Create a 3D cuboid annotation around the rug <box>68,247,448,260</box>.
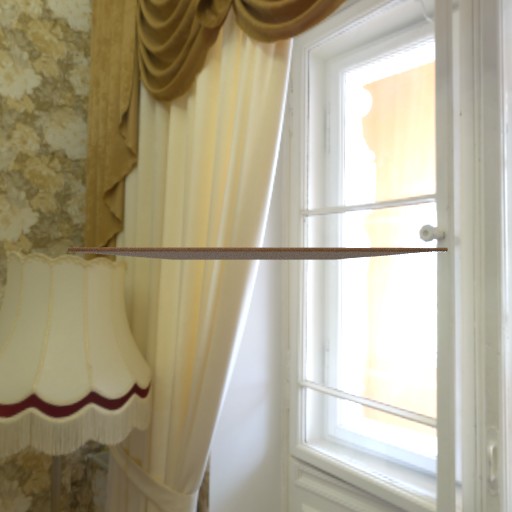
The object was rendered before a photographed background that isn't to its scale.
[{"bbox_3d":[0.000,0.000,2.331,1.219,0.014,1.829,0,-1,0],"label":"rug"}]
